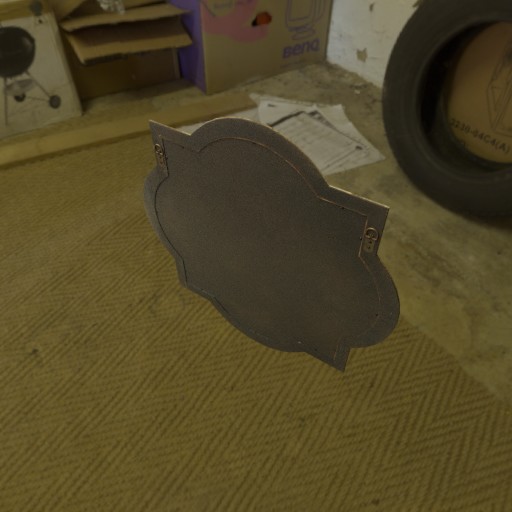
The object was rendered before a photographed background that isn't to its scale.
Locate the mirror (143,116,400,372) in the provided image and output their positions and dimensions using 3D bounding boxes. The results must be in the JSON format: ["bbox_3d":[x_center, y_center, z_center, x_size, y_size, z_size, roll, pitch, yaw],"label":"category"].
[{"bbox_3d":[0.000,0.000,1.056,0.686,0.686,0.019,25,51,22],"label":"mirror"}]
